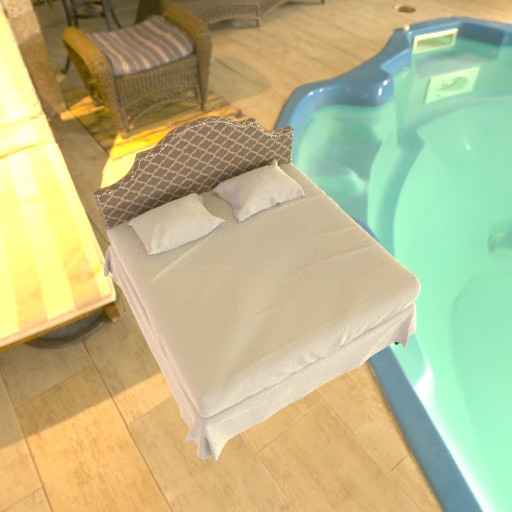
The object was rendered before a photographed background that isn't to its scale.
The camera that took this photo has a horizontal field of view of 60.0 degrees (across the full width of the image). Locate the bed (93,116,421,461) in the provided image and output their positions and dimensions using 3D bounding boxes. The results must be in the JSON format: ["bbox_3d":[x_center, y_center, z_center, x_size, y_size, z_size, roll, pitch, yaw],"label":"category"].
[{"bbox_3d":[0.000,0.000,3.768,2.314,1.601,2.222,-24,52,-20],"label":"bed"}]
